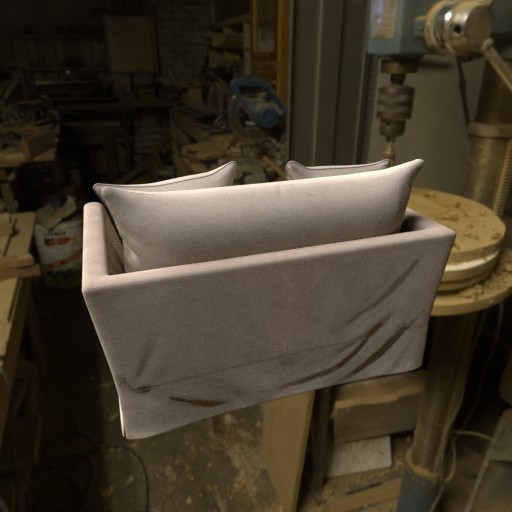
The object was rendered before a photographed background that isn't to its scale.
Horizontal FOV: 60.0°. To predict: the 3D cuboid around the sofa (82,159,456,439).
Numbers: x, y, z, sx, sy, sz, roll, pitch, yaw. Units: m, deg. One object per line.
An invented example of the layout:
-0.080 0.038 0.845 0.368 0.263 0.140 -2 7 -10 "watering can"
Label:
0.000 0.000 2.272 1.608 1.040 1.035 -8 27 -17 "sofa"
